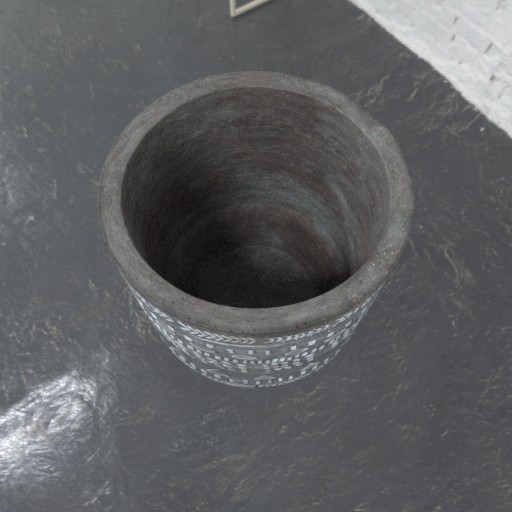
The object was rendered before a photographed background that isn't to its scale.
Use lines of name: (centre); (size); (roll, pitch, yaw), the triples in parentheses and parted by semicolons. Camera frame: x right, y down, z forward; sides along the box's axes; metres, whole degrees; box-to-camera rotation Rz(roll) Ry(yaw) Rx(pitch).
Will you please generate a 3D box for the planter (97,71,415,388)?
planter: (0.000, 0.000, 0.264); (0.142, 0.149, 0.142); (0, 63, 0)
